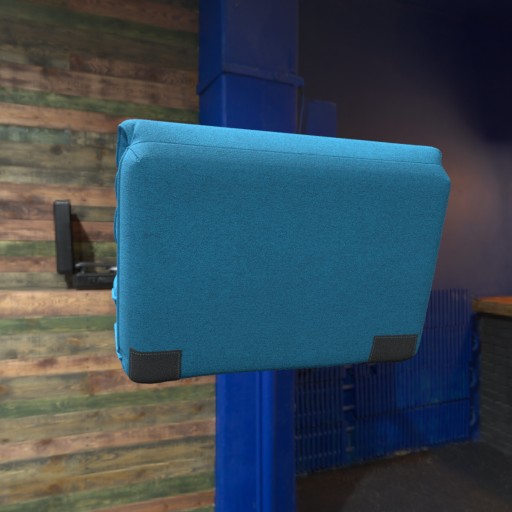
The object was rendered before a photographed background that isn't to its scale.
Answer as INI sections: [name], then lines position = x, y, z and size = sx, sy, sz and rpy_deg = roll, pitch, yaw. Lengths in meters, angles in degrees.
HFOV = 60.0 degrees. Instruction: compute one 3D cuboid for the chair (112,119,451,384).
[chair]
position = 0.000, 0.000, 1.322
size = 0.820, 0.580, 0.780
rpy_deg = 0, 0, -18
